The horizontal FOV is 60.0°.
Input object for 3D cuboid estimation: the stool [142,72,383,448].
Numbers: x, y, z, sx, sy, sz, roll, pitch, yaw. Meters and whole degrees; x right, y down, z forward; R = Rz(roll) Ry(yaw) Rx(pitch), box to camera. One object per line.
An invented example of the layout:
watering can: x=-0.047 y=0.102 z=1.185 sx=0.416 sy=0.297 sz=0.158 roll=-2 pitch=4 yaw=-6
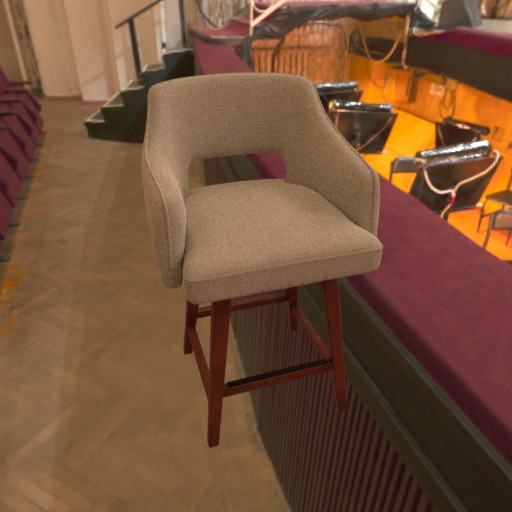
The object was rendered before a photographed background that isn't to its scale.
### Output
stool: x=0.000 y=0.000 z=1.320 sx=0.599 sy=0.944 sz=0.558 roll=-9 pitch=32 yaw=-15
